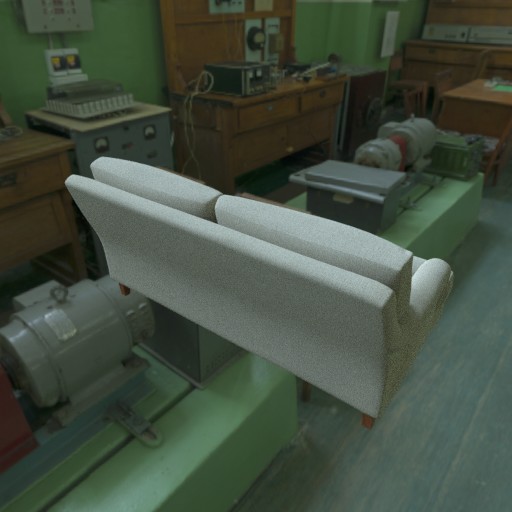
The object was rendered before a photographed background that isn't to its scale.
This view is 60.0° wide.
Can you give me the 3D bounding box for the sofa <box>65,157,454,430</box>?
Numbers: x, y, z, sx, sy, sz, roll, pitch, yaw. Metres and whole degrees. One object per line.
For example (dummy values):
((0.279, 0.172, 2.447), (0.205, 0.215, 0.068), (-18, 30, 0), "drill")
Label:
((0.000, 0.000, 2.649), (2.070, 0.997, 1.091), (21, 37, 31), "sofa")
